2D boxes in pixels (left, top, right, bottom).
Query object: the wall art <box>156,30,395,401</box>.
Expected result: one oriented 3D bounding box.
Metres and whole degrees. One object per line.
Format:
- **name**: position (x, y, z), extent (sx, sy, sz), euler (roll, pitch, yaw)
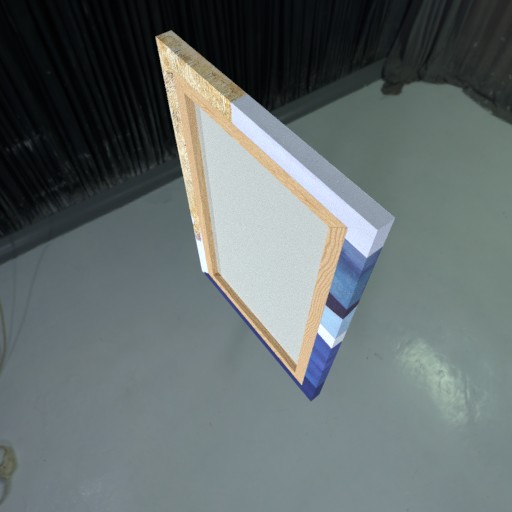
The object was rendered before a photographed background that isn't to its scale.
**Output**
- **wall art**: position (0.000, 0.000, 1.146), extent (0.039, 0.911, 0.607), euler (-33, 63, -20)
